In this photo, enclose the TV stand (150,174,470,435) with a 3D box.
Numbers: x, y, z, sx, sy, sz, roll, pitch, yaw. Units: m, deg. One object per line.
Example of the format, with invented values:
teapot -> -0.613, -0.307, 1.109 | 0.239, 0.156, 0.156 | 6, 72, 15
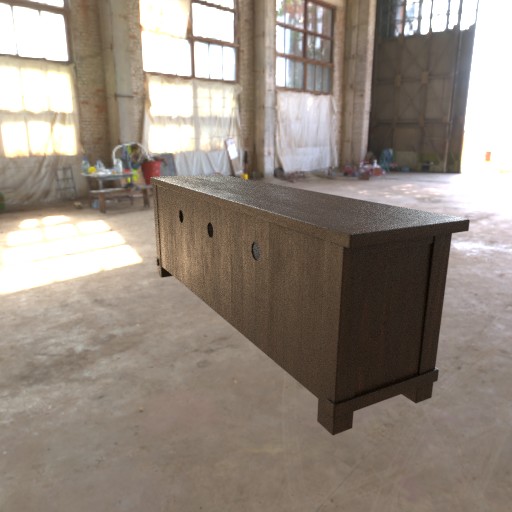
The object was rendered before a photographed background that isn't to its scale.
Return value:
TV stand -> 0.000, 0.000, 2.099 | 0.471, 0.615, 1.866 | -8, 17, -27
